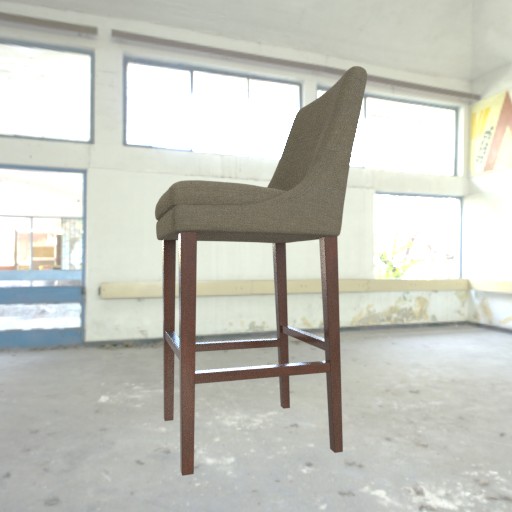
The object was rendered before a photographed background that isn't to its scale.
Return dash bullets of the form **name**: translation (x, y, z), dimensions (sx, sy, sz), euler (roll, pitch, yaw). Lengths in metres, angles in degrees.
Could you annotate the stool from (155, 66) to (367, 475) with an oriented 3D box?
- **stool**: translation (0.000, 0.000, 1.362), dimensions (0.577, 1.078, 0.470), euler (0, -1, -18)
